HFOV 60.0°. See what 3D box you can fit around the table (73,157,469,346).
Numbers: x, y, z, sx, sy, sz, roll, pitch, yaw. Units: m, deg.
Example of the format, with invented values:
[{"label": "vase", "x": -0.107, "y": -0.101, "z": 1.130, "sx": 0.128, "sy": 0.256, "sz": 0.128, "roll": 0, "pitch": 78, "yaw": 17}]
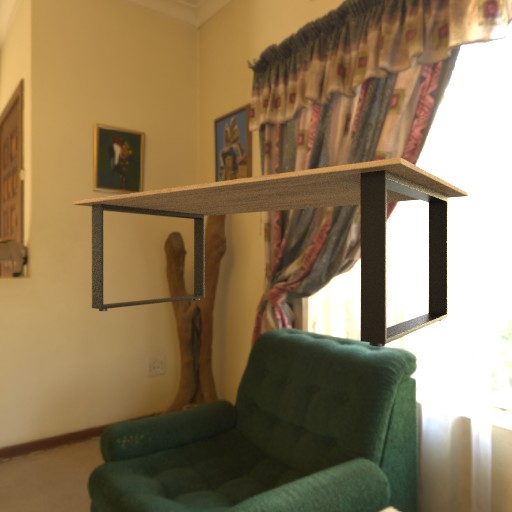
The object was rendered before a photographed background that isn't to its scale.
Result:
[{"label": "table", "x": 0.000, "y": 0.000, "z": 1.666, "sx": 1.331, "sy": 0.445, "sz": 0.693, "roll": 0, "pitch": 0, "yaw": 37}]
